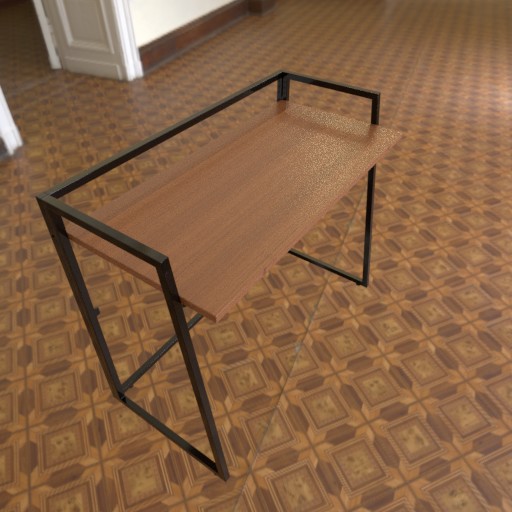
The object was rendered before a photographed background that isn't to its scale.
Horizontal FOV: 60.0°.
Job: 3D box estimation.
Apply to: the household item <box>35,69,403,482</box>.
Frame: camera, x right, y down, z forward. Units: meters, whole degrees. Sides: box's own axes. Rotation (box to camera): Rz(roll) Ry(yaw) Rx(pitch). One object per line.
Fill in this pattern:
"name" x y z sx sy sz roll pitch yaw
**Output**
"household item" 0.000 0.000 1.514 0.510 0.860 1.050 25 47 26
